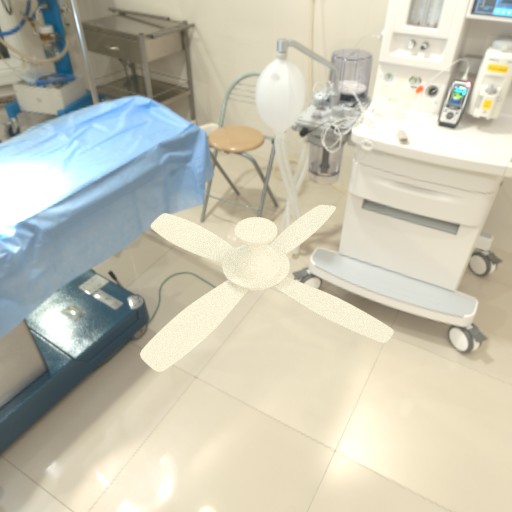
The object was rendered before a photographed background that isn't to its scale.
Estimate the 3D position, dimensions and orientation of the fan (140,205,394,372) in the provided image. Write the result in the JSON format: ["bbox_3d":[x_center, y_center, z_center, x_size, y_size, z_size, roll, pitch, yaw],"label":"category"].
[{"bbox_3d":[0.000,0.000,2.546,1.693,0.382,1.694,26,47,28],"label":"fan"}]
